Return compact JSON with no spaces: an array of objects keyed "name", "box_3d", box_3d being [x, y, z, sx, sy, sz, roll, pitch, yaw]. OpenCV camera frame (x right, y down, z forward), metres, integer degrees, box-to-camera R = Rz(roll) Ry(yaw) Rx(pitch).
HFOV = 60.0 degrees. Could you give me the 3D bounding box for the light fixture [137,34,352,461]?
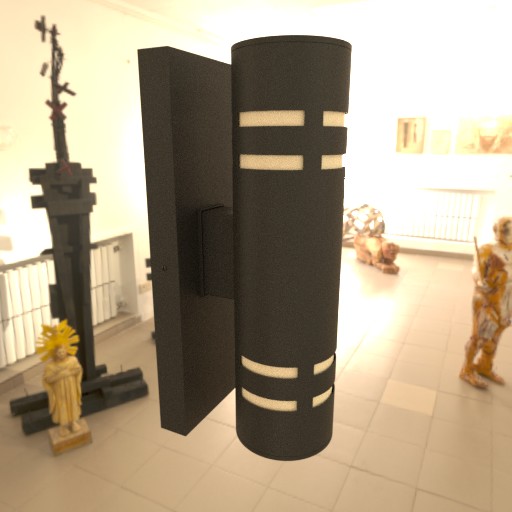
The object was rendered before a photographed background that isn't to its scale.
[{"name":"light fixture","box_3d":[0.000,0.000,0.389,0.149,0.330,0.105,7,16,26]}]
